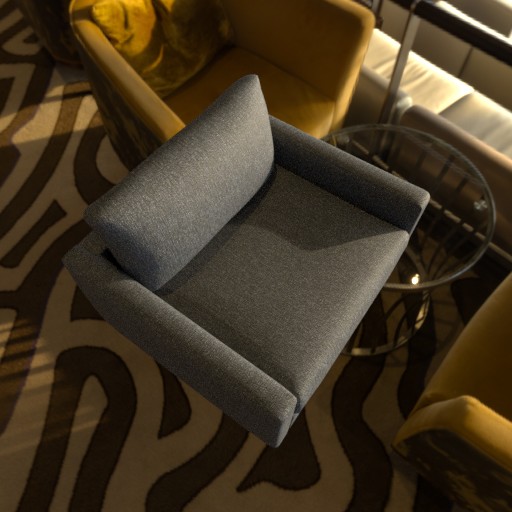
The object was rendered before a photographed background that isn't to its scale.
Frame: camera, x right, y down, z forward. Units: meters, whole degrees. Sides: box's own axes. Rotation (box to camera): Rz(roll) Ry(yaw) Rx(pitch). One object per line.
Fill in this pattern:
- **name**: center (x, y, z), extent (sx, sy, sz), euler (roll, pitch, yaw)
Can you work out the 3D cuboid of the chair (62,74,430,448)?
- **chair**: center (0.000, 0.000, 1.621), extent (0.866, 0.861, 0.963), euler (32, 64, 18)
